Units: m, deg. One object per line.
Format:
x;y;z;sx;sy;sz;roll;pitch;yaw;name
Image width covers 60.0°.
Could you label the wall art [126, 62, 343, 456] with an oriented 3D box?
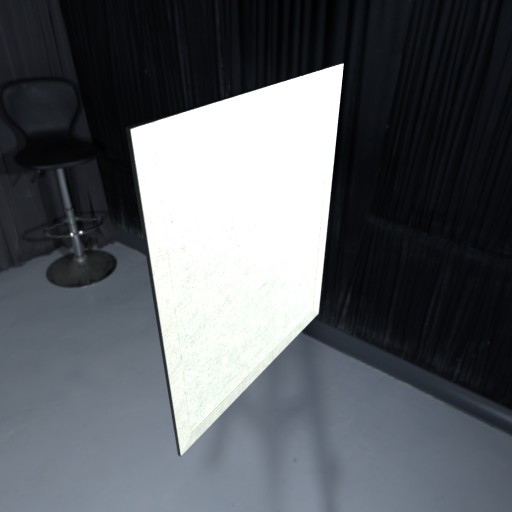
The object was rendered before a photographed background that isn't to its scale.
0.000;0.000;0.624;0.023;0.457;0.381;22;39;30;wall art
